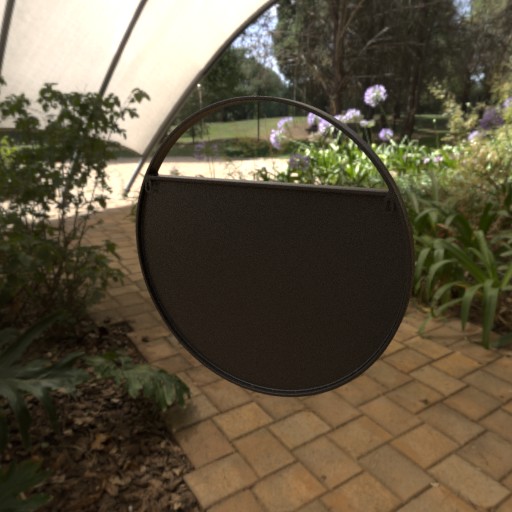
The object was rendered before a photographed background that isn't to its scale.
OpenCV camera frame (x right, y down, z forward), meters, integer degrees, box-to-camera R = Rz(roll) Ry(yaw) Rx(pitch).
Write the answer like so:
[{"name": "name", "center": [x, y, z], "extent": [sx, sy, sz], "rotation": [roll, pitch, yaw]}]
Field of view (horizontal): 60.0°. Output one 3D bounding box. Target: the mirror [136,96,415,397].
[{"name": "mirror", "center": [0.000, 0.000, 0.833], "extent": [0.565, 0.565, 0.032], "rotation": [9, 19, 27]}]
